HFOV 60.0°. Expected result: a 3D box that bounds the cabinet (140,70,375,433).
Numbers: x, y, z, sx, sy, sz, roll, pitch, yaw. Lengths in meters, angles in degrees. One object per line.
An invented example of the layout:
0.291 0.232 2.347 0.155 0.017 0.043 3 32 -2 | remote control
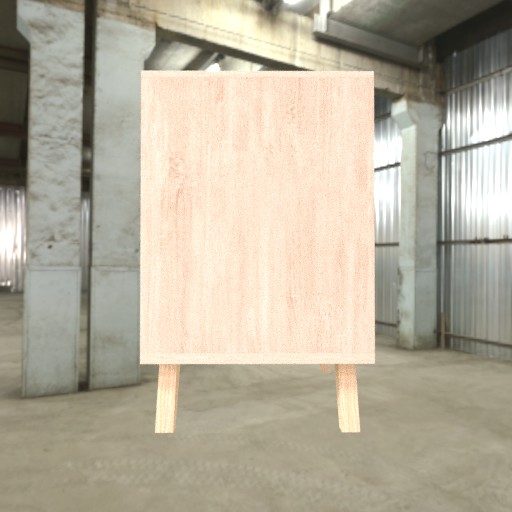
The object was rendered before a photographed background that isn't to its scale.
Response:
0.000 0.000 1.501 0.500 0.780 1.110 0 -1 0 | cabinet
